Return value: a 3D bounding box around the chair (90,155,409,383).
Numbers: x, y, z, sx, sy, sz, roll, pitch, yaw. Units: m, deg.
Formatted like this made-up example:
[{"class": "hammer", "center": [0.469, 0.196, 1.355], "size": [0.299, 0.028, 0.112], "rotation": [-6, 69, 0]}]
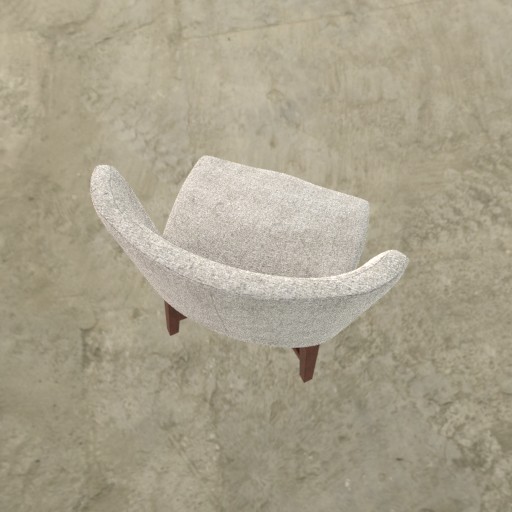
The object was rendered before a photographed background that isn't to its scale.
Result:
[{"class": "chair", "center": [0.000, 0.000, 1.334], "size": [0.728, 0.827, 0.575], "rotation": [17, 65, 8]}]
